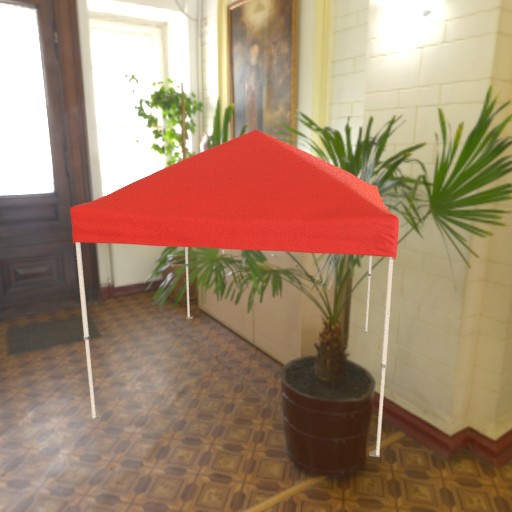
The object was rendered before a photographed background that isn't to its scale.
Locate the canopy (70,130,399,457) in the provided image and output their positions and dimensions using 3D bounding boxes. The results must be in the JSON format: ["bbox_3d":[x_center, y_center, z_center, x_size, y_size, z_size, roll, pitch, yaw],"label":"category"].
[{"bbox_3d":[0.000,0.000,5.468,2.996,2.997,2.998,3,14,11],"label":"canopy"}]
